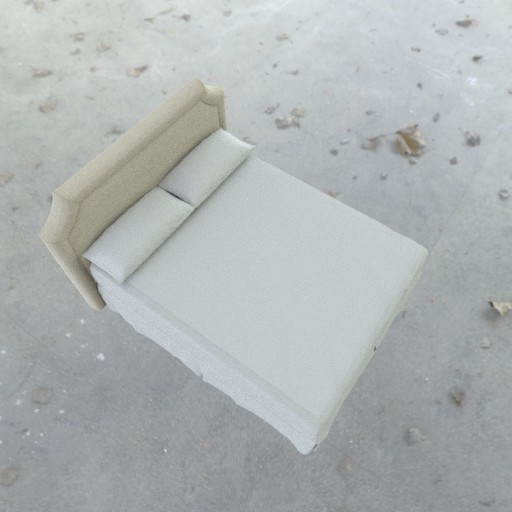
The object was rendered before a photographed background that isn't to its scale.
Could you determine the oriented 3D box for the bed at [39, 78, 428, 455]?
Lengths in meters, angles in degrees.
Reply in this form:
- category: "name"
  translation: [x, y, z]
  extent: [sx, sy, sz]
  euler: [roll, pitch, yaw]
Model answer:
- category: "bed"
  translation: [0.000, 0.000, 3.254]
  extent: [2.164, 1.297, 1.828]
  euler: [32, 64, 18]
